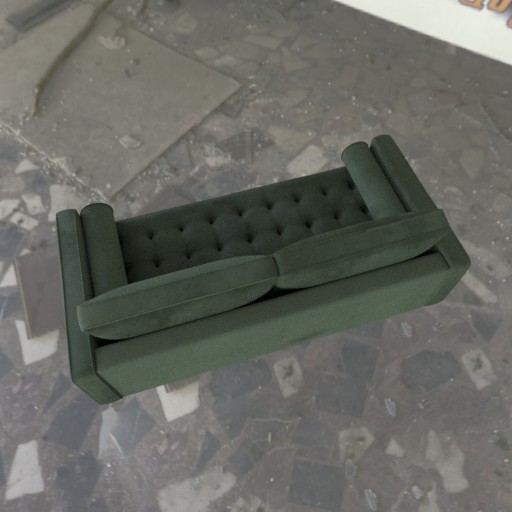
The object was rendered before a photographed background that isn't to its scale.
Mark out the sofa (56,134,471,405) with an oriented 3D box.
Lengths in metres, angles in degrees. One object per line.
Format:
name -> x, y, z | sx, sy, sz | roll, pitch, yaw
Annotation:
sofa -> 0.000, 0.000, 2.304 | 1.880, 0.772, 0.916 | -15, 60, -9
